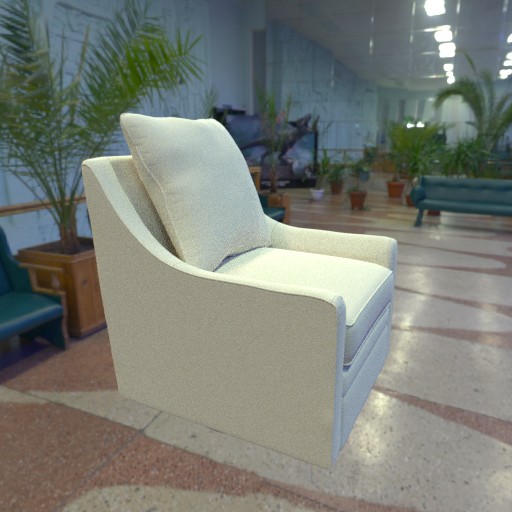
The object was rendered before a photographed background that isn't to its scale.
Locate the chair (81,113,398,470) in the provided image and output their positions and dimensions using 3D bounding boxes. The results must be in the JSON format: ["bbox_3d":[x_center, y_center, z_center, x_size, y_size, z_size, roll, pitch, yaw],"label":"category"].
[{"bbox_3d":[0.000,0.000,1.581,0.876,0.965,0.756,8,17,27],"label":"chair"}]
